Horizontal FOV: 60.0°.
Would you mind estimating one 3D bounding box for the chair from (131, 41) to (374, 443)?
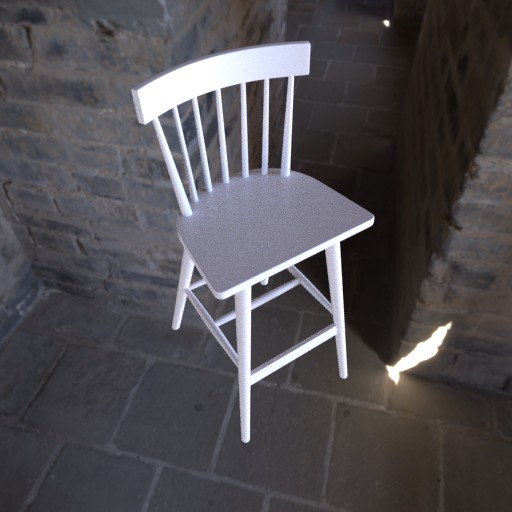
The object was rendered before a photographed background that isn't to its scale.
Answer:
[{"bbox_3d":[0.000,0.000,1.355,0.483,1.092,0.572,-25,52,-22],"label":"chair"}]
